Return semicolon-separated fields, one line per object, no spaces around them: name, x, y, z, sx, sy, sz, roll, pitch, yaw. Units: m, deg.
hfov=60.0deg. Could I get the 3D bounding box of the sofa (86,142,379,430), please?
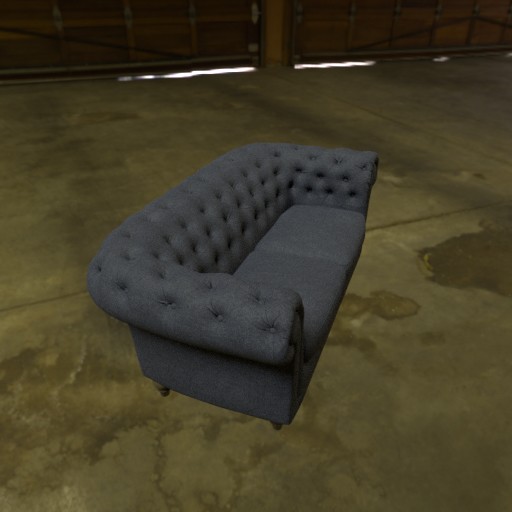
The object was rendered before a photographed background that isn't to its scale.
sofa;0.000;0.000;2.556;1.082;0.833;1.988;12;33;19
